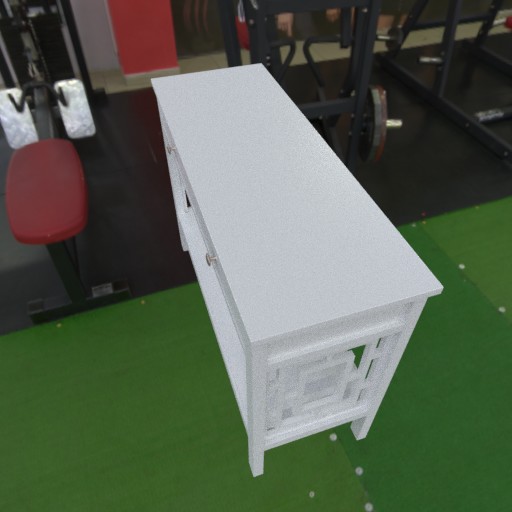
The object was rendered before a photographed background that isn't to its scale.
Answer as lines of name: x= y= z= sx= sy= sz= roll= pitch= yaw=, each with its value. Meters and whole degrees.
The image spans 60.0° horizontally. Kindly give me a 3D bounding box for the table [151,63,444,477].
table: x=0.000 y=0.000 z=1.420 sx=0.397 sy=0.753 sz=1.068 roll=-14 pitch=48 yaw=-13
